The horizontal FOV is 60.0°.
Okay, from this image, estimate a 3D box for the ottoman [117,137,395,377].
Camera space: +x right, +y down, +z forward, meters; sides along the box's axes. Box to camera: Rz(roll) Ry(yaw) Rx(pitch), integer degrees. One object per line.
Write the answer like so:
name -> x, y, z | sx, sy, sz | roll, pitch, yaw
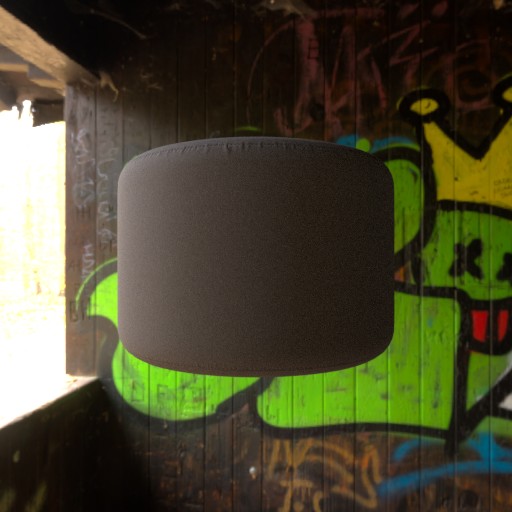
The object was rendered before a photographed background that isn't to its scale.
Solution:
ottoman -> 0.000, 0.000, 1.019 | 0.608, 0.433, 0.608 | 0, 0, 0
